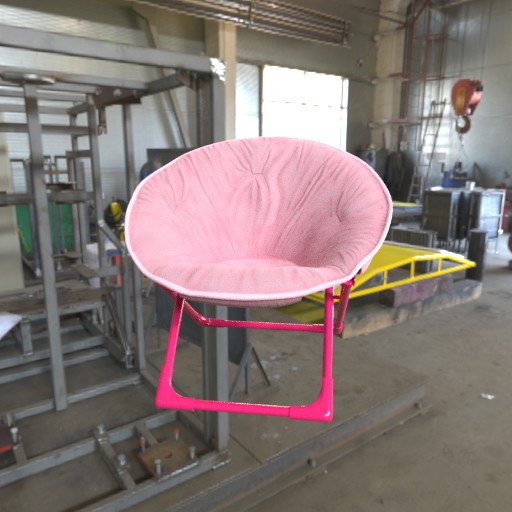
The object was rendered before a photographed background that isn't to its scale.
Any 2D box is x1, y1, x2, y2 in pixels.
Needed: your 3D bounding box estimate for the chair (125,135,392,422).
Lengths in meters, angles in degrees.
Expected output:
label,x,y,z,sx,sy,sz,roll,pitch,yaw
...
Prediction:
label,x,y,z,sx,sy,sz,roll,pitch,yaw
chair,0.000,0.000,0.904,0.522,0.494,0.459,2,13,8
